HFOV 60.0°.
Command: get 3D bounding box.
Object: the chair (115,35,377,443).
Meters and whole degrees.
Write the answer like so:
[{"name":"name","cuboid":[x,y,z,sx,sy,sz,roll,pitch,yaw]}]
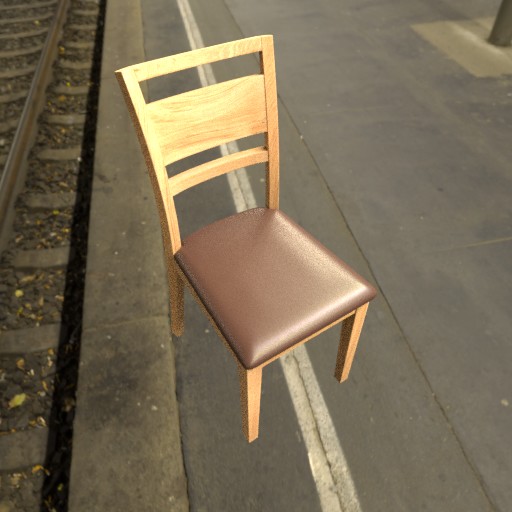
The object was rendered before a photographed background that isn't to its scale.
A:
[{"name":"chair","cuboid":[0.000,0.000,1.208,0.420,0.940,0.545,-25,50,-23]}]
